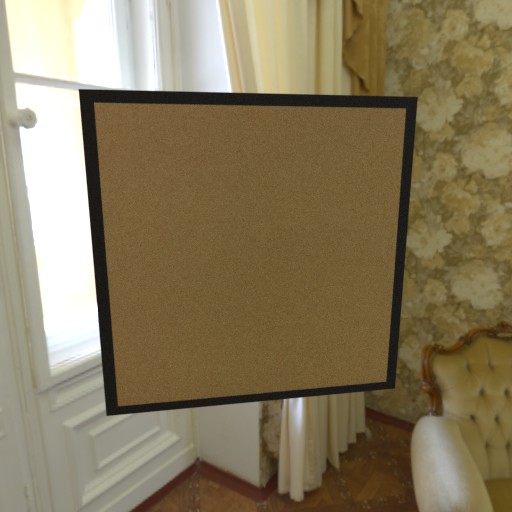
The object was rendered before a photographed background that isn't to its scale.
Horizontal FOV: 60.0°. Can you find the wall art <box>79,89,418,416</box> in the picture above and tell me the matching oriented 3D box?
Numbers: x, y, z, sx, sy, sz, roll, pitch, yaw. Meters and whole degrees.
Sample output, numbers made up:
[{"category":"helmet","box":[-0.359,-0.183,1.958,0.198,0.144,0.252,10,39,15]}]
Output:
[{"category":"wall art","box":[0.000,0.000,0.444,0.305,0.304,0.033,-2,13,-10]}]
